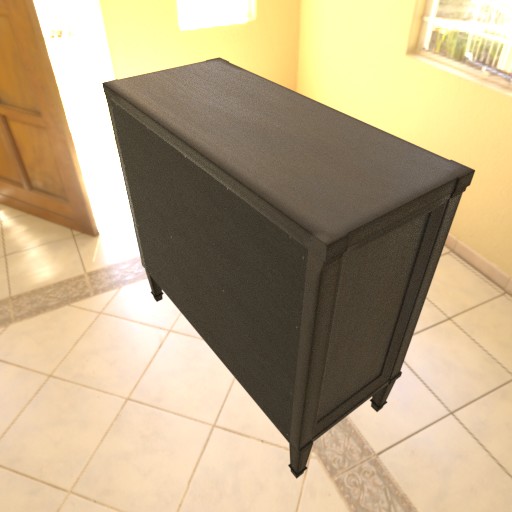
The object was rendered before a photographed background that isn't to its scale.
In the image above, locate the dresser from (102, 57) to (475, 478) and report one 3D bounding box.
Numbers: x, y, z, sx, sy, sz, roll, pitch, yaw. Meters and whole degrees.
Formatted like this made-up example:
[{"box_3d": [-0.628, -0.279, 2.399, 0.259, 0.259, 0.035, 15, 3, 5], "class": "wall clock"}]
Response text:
[{"box_3d": [0.000, 0.000, 1.529, 0.463, 0.986, 1.049, -26, 46, -27], "class": "dresser"}]
